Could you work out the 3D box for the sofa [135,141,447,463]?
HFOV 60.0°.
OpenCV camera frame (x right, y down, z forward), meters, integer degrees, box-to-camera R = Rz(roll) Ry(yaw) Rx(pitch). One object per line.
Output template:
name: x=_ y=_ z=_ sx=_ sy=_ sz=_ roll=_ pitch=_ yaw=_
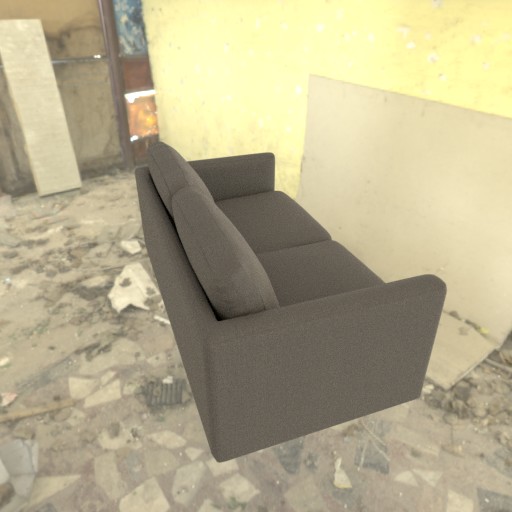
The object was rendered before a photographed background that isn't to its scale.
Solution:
sofa: x=0.000 y=0.000 z=2.236 sx=0.940 sy=0.866 sz=1.713 roll=-11 pitch=32 yaw=-17
